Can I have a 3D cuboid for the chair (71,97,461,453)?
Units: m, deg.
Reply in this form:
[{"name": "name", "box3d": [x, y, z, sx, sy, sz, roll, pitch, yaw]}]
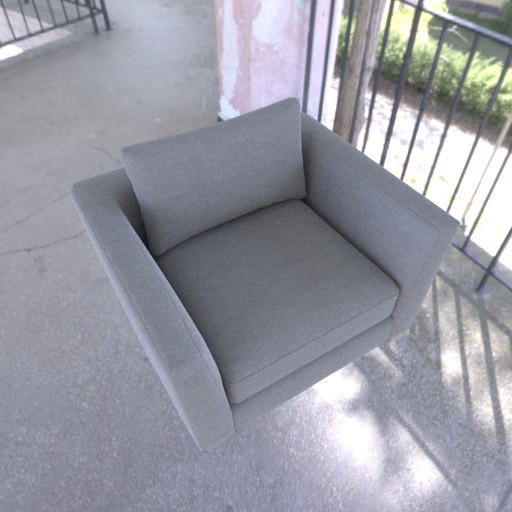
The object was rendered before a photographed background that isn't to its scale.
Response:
[{"name": "chair", "box3d": [0.000, 0.000, 1.675, 1.041, 0.864, 0.889, -24, 50, -21]}]
